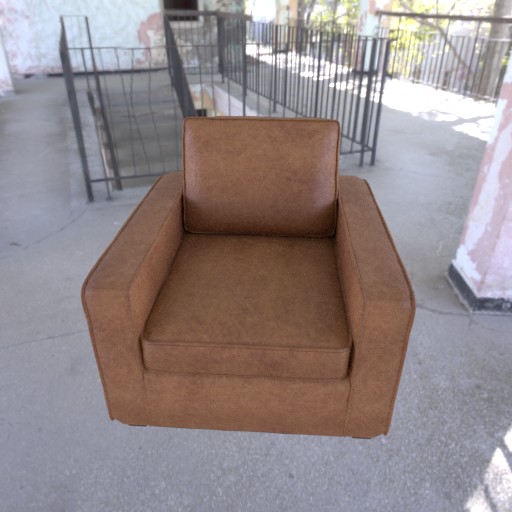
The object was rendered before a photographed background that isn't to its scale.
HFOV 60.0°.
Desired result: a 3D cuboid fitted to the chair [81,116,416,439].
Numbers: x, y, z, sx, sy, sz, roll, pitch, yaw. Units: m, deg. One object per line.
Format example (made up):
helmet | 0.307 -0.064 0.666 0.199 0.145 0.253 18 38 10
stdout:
chair | 0.000 0.000 1.697 0.987 0.901 1.027 0 30 1
